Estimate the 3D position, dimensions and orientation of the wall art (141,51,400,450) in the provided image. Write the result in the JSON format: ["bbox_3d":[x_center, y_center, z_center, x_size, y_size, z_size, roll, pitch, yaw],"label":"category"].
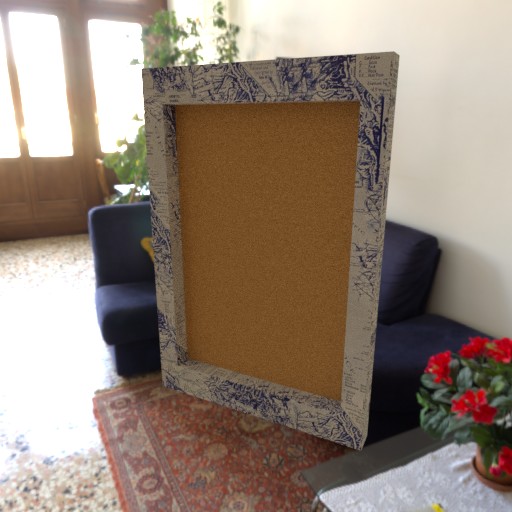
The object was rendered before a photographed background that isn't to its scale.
[{"bbox_3d":[0.000,0.000,0.746,0.408,0.601,0.040,8,19,26],"label":"wall art"}]
